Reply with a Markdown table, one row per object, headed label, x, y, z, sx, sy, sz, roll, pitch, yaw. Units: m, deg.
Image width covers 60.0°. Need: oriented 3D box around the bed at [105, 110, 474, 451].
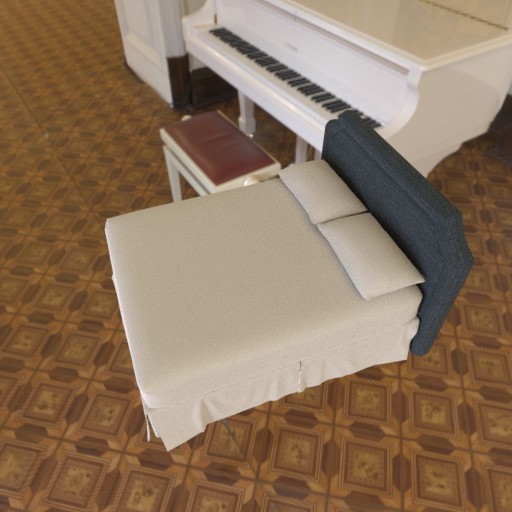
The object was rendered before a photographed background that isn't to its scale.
| label | x | y | z | sx | sy | sz | roll | pitch | yaw |
| --- | --- | --- | --- | --- | --- | --- | --- | --- | --- |
| bed | 0.000 | 0.000 | 3.324 | 2.208 | 1.297 | 1.828 | -15 | 48 | -14 |
